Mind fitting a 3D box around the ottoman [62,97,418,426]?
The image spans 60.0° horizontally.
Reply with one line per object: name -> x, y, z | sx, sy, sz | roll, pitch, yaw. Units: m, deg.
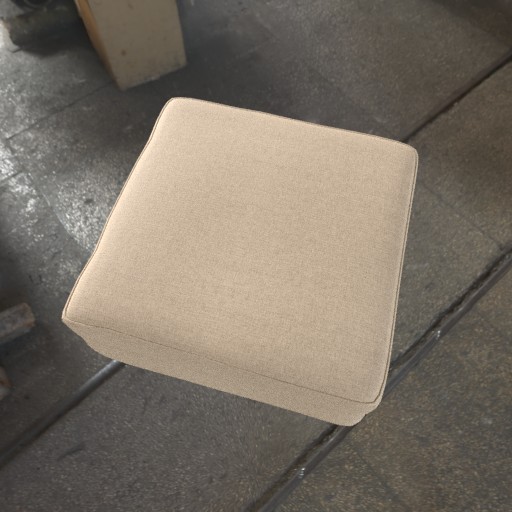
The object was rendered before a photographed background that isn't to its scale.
ottoman -> 0.000, 0.000, 1.418 | 0.838, 0.503, 0.838 | 14, 64, 7
